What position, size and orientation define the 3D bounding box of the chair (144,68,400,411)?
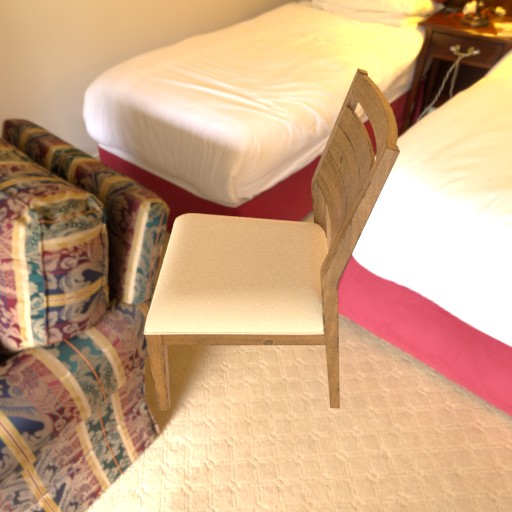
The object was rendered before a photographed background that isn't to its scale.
[{"bbox_3d":[0.000,0.000,1.306,0.610,0.939,0.497,1,42,2],"label":"chair"}]
